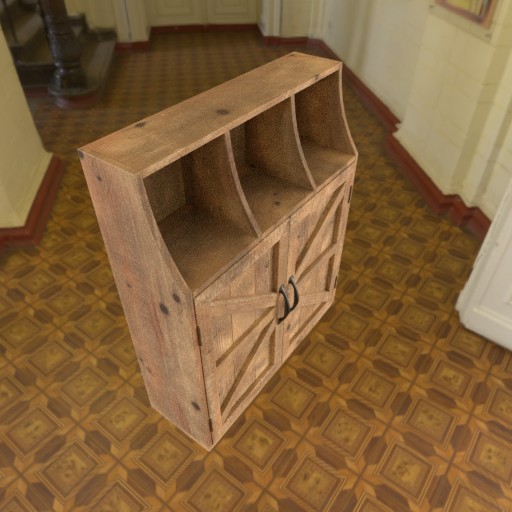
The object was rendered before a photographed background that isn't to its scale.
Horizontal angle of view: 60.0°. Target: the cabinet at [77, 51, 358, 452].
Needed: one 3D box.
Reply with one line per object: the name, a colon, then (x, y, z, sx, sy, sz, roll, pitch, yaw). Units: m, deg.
cabinet: (0.000, 0.000, 0.843, 0.184, 0.590, 0.489, 26, 47, 27)
